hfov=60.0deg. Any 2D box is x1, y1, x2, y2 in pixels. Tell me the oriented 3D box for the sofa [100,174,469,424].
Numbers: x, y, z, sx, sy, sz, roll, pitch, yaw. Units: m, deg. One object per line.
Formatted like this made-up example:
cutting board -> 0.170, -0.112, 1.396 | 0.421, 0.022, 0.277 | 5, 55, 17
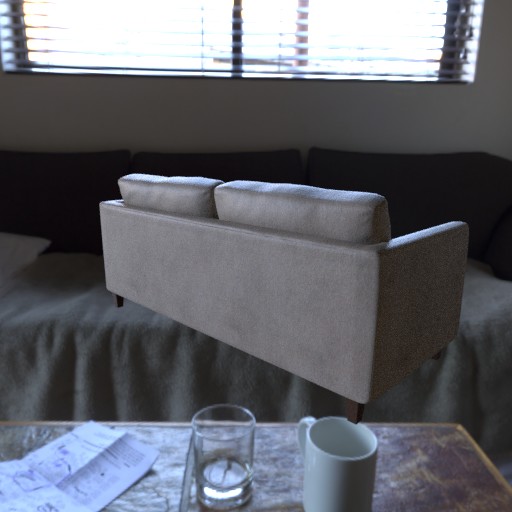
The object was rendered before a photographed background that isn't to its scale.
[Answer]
sofa -> 0.000, 0.000, 2.743 | 2.208, 0.965, 0.951 | 13, 19, 43
